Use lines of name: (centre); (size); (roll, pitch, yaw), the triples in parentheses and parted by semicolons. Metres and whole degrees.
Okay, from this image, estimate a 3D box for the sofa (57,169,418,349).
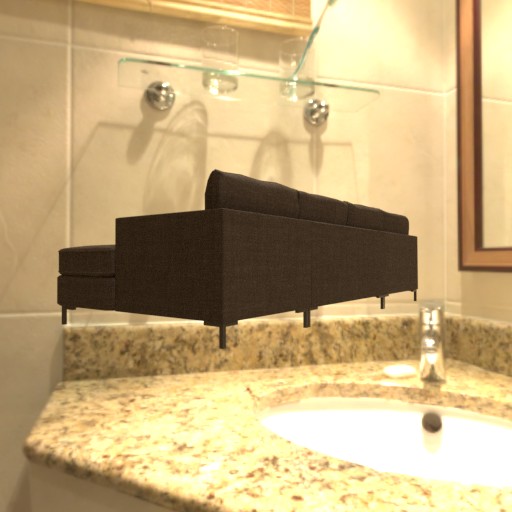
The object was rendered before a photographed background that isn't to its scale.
sofa: (0.000, 0.000, 4.230); (2.048, 0.999, 3.423); (0, -1, 36)
